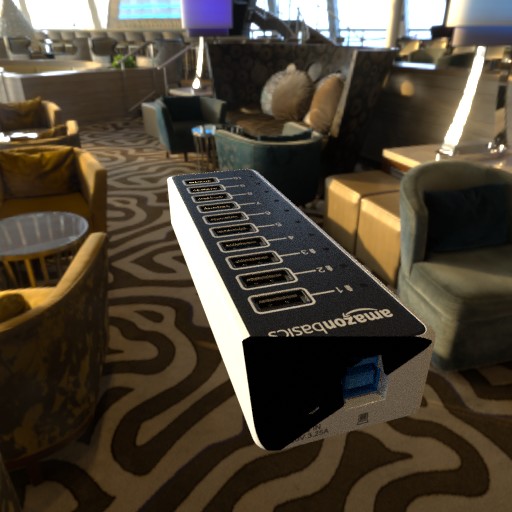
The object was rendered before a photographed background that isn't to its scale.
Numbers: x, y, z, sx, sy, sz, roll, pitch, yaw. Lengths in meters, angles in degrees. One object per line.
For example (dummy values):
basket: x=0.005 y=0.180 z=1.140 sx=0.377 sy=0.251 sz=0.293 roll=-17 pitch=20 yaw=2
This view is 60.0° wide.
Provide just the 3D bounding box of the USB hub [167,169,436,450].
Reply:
USB hub: x=0.000 y=0.000 z=0.161 sx=0.044 sy=0.023 sz=0.145 roll=-8 pitch=28 yaw=-16
